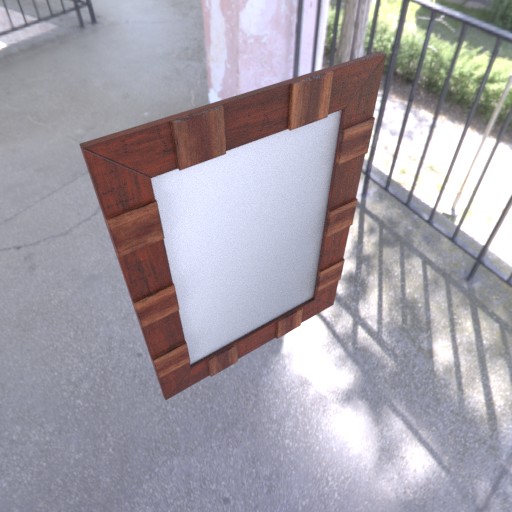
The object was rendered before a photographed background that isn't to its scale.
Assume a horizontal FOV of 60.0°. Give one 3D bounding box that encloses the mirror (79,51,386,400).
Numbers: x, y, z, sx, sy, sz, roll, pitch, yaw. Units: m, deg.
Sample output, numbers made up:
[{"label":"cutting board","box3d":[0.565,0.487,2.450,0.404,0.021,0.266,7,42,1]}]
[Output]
[{"label":"mirror","box3d":[0.000,0.000,1.043,0.600,0.805,0.021,-25,52,-22]}]
